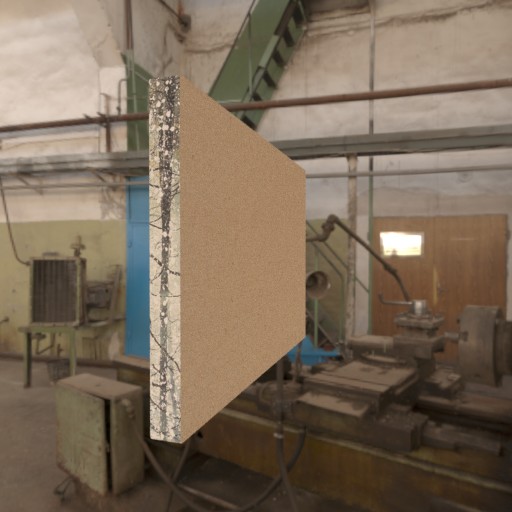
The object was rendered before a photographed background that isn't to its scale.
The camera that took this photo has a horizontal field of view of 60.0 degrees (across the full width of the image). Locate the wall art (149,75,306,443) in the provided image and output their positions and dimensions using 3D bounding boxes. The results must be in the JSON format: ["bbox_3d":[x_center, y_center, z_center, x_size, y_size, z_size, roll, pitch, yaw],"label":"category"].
[{"bbox_3d":[0.000,0.000,0.775,0.042,0.398,0.618,0,1,19],"label":"wall art"}]
